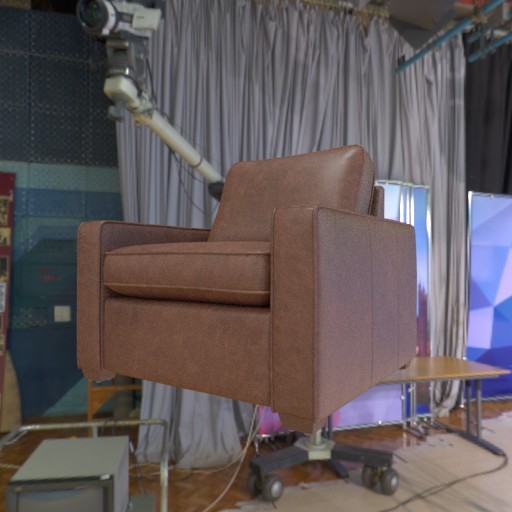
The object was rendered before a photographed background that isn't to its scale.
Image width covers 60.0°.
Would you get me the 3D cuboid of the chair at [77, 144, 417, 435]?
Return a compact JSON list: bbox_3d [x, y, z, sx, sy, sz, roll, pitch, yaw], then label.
[{"bbox_3d":[0.000,0.000,1.736,1.017,0.919,0.940,0,-1,34],"label":"chair"}]
